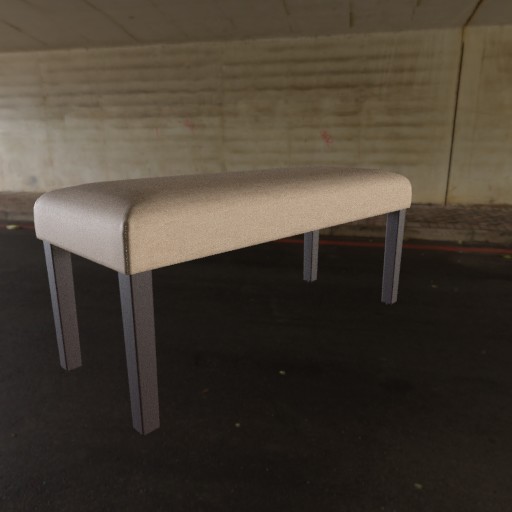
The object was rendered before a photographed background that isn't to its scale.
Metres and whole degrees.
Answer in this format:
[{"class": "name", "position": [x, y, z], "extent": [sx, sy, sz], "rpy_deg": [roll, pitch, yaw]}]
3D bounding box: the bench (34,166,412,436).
[{"class": "bench", "position": [0.000, 0.000, 1.241], "extent": [0.407, 0.456, 1.013], "rpy_deg": [14, 21, 43]}]
